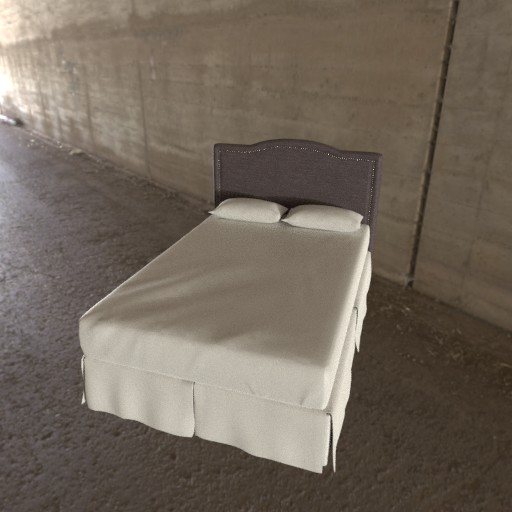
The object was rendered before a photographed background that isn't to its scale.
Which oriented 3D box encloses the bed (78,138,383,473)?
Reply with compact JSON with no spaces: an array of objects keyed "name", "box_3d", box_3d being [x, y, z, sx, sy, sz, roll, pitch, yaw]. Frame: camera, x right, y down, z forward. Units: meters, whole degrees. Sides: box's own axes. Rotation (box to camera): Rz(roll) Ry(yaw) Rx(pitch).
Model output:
[{"name":"bed","box_3d":[0.000,0.000,3.514,1.741,1.441,2.507,8,25,17]}]
